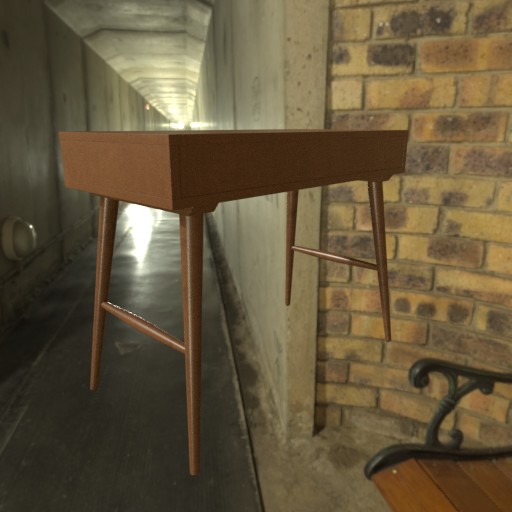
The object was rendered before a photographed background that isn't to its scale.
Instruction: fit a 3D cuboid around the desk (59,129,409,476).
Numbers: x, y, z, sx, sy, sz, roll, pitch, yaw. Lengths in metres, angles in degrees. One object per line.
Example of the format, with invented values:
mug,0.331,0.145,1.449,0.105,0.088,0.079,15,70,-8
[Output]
desk,0.000,0.000,1.394,0.510,0.758,0.949,15,22,42
